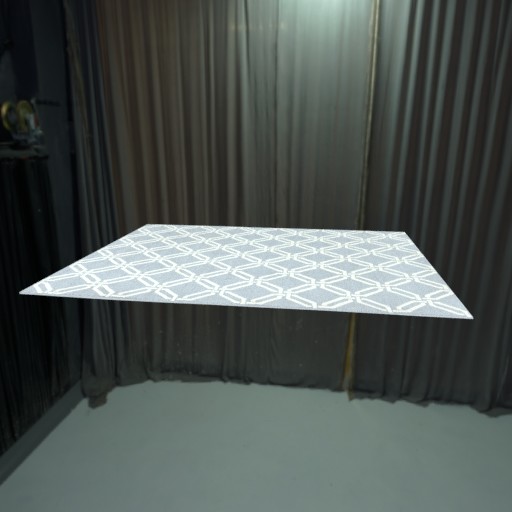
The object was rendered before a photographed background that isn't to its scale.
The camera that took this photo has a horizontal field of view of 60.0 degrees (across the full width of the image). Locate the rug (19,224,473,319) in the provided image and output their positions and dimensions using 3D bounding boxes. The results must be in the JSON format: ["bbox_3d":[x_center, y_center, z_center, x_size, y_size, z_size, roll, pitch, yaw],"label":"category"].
[{"bbox_3d":[0.000,0.000,3.872,2.895,0.018,2.288,2,16,8],"label":"rug"}]
